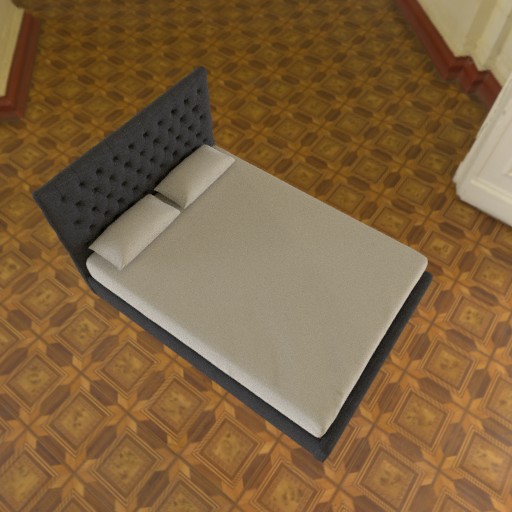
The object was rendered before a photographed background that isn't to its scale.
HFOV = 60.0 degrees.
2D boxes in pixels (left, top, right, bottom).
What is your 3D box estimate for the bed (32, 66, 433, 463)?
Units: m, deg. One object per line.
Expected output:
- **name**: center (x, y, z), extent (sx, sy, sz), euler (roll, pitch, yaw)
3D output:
- **bed**: center (0.000, 0.000, 3.393), extent (2.387, 1.427, 1.698), euler (31, 62, 19)
